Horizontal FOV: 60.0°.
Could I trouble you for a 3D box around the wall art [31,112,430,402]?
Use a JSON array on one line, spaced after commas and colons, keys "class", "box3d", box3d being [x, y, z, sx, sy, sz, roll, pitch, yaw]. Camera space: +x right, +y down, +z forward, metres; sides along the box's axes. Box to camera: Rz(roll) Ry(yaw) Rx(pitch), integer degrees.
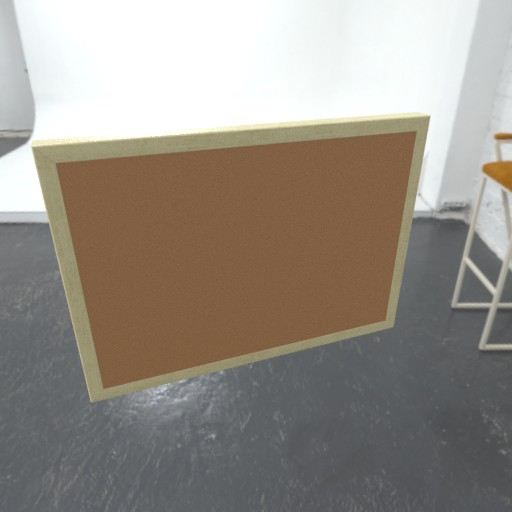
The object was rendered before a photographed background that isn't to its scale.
[{"class": "wall art", "box3d": [0.000, 0.000, 0.665, 0.533, 0.381, 0.032, -10, 29, -18]}]
